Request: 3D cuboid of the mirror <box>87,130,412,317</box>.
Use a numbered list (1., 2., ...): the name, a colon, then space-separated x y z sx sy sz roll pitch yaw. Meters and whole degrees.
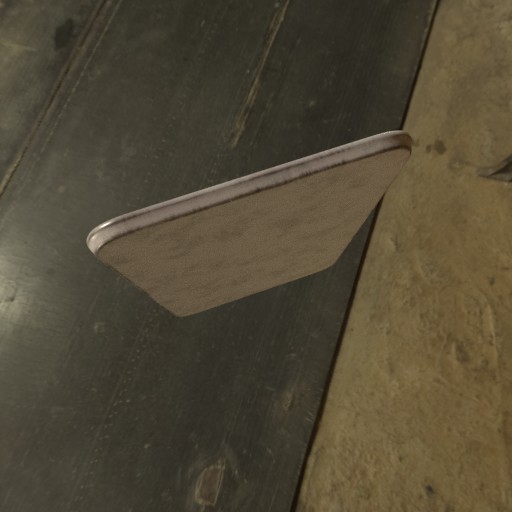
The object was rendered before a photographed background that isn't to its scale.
1. mirror: 0.000 0.000 0.889 0.461 0.713 0.024 -18 76 -5
